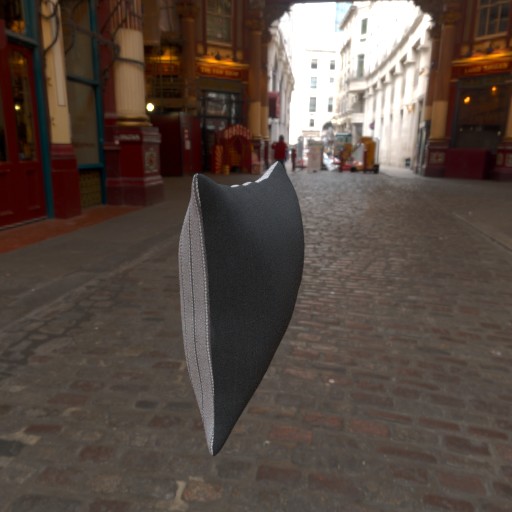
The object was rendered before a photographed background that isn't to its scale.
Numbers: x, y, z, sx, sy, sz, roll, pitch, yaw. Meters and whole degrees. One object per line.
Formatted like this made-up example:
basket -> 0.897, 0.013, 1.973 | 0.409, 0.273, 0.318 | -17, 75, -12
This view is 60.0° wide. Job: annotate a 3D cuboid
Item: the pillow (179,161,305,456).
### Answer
pillow -> 0.000, 0.000, 0.729 | 0.151, 0.305, 0.609 | 2, 14, 10
